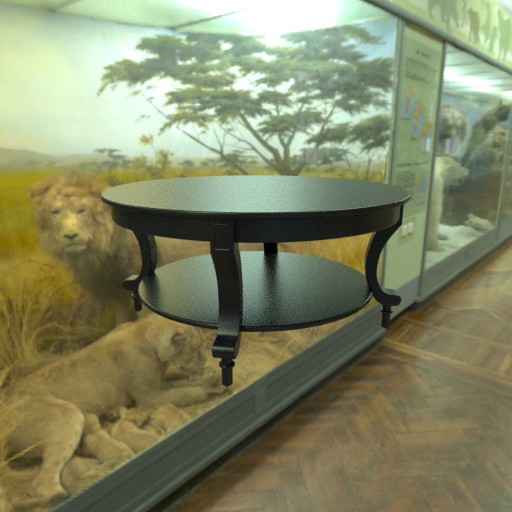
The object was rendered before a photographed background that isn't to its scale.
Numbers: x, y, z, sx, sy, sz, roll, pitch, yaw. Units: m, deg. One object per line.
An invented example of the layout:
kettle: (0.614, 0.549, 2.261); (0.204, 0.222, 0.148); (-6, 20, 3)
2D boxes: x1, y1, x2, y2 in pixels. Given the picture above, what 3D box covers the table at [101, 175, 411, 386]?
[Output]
table: (0.000, 0.000, 1.609); (1.029, 0.491, 1.029); (0, 15, 0)
